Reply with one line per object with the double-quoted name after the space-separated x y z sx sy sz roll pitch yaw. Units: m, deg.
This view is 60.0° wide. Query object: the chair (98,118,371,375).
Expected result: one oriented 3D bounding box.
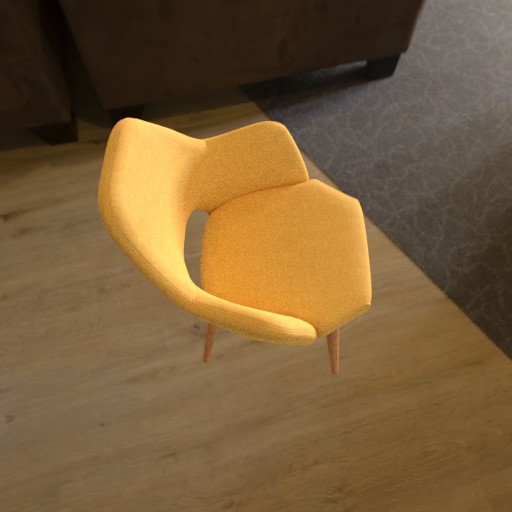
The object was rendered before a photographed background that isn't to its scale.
0.000 0.000 1.240 0.610 0.840 0.590 1 63 0 "chair"
